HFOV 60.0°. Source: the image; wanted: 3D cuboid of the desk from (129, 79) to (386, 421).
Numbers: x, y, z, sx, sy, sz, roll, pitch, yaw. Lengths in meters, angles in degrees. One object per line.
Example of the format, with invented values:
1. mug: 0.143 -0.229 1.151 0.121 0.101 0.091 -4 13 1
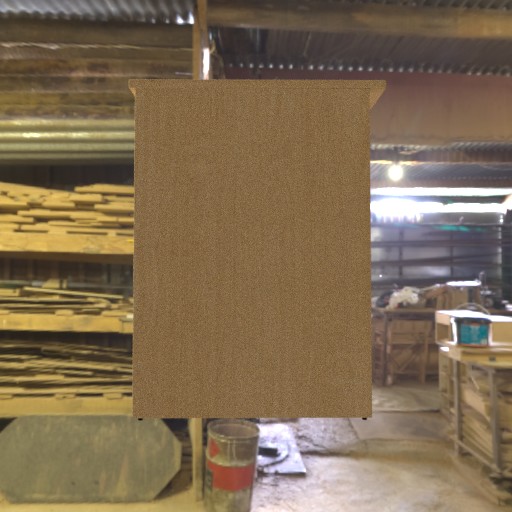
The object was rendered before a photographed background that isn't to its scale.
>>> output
1. desk: 0.000 0.000 1.502 0.560 0.735 1.097 0 -2 0
